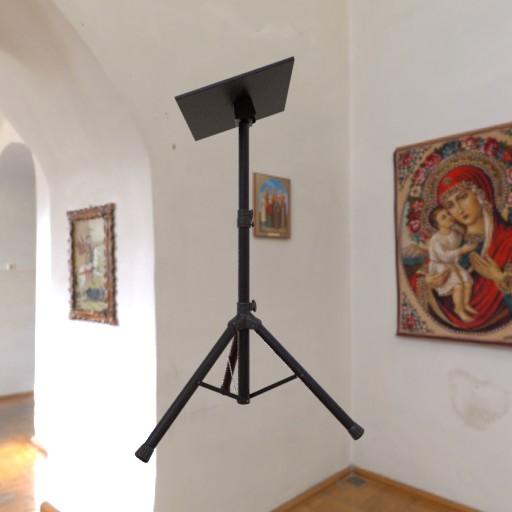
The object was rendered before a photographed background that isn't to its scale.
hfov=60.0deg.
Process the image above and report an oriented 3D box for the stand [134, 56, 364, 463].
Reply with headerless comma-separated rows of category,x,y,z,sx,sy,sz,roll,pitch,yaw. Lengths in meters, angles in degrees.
stand,0.000,0.000,1.608,0.702,1.198,0.702,0,-1,0
